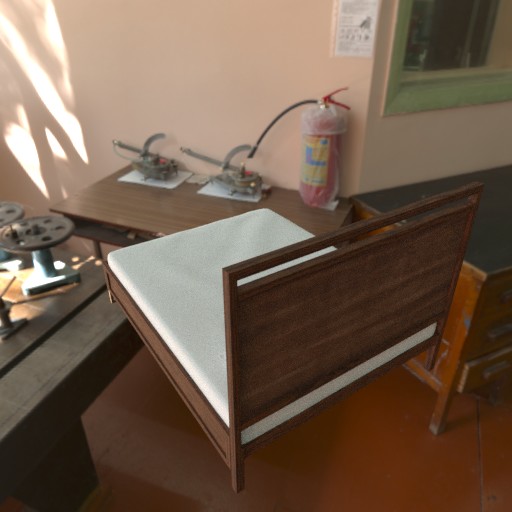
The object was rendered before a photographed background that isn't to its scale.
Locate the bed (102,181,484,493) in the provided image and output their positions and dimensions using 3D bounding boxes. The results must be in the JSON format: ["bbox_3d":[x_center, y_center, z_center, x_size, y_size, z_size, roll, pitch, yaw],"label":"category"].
[{"bbox_3d":[0.000,0.000,3.362,1.765,1.487,2.218,-19,35,-29],"label":"bed"}]
